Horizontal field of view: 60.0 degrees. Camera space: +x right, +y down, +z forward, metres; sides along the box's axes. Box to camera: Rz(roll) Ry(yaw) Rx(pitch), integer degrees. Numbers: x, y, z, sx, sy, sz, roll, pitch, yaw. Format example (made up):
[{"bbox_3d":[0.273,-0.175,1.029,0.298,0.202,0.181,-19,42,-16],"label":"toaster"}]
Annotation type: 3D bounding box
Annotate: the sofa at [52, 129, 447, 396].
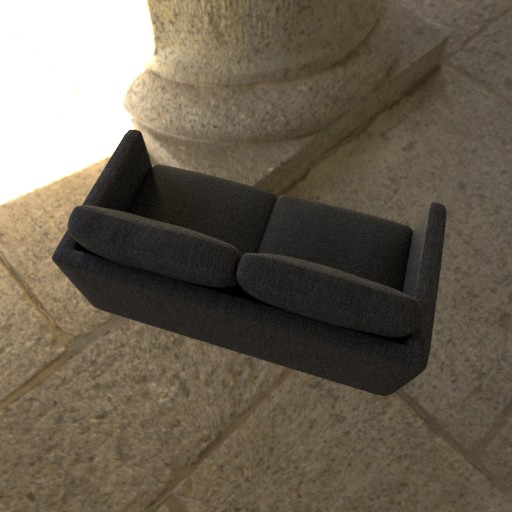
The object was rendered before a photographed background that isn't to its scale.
[{"bbox_3d":[0.000,0.000,2.517,1.884,0.963,0.950,15,63,8],"label":"sofa"}]
